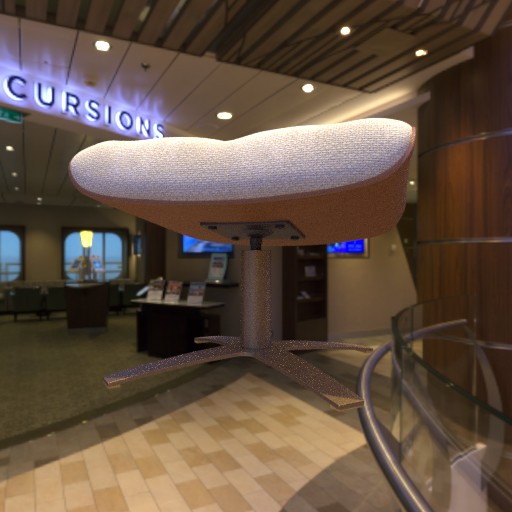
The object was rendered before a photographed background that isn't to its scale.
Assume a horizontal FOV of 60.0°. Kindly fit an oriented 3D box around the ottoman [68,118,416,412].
[{"bbox_3d":[0.000,0.000,0.792,0.520,0.391,0.394,0,0,17],"label":"ottoman"}]
